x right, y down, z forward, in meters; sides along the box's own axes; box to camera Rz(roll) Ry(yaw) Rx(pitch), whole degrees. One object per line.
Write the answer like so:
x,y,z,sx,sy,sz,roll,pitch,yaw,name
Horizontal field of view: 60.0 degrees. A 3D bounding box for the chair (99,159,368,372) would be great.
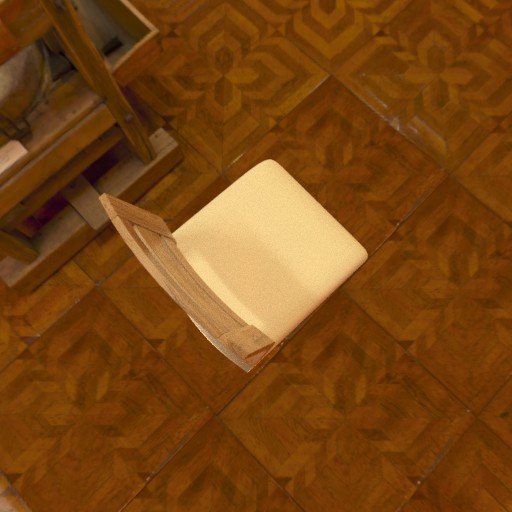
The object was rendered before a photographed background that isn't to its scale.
0.000,0.000,1.300,0.561,0.955,0.457,-42,80,-9,chair
